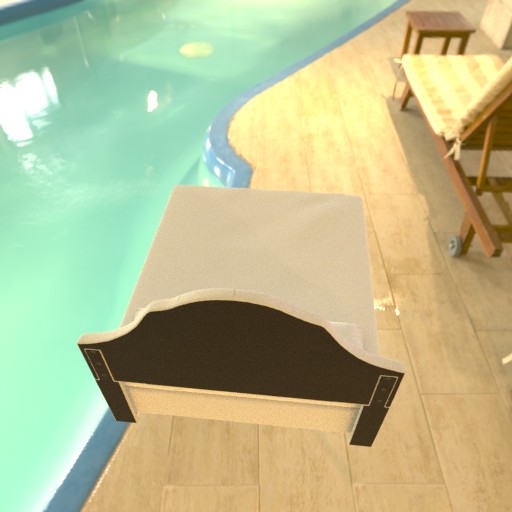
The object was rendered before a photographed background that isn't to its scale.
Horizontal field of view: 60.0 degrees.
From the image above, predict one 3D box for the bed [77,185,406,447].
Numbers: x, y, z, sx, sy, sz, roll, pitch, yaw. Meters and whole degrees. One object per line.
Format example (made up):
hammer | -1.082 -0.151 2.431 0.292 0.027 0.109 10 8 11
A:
bed | 0.000 0.000 3.558 2.008 1.615 2.214 4 46 4
